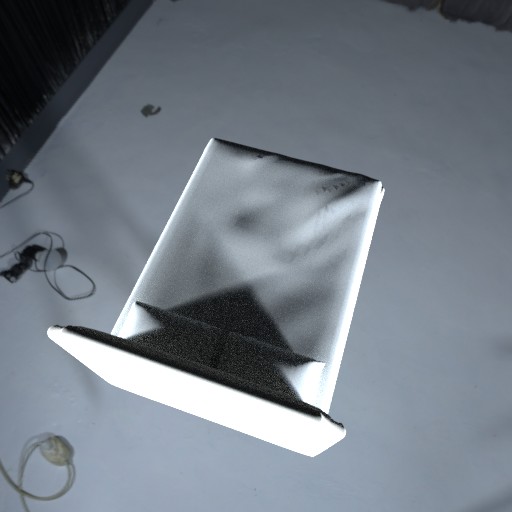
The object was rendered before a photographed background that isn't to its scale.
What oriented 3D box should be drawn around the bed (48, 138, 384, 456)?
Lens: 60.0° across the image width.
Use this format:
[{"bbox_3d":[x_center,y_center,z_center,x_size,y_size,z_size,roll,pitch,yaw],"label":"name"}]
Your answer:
[{"bbox_3d":[0.000,0.000,3.385,1.712,1.443,2.365,17,63,9],"label":"bed"}]
